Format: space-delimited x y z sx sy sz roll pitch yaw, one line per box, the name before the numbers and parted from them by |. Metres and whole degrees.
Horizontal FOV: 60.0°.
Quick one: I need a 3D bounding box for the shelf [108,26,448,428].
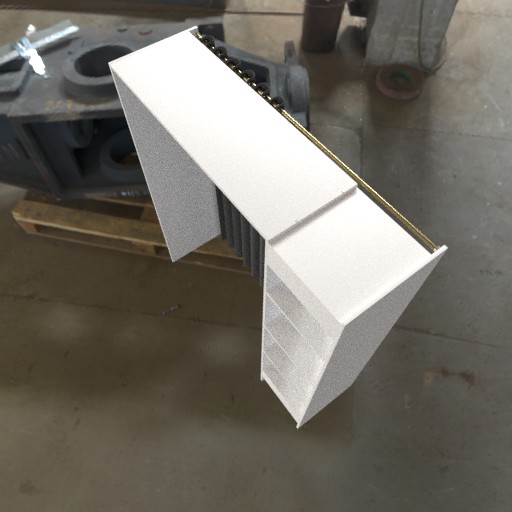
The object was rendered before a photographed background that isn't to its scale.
shelf | 0.000 0.000 2.555 0.500 1.810 1.600 -33 64 -18
